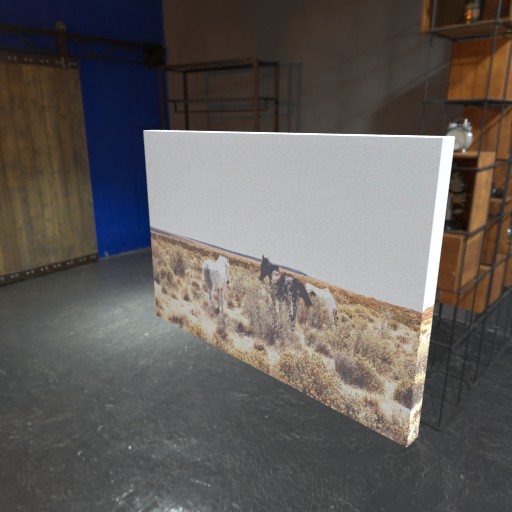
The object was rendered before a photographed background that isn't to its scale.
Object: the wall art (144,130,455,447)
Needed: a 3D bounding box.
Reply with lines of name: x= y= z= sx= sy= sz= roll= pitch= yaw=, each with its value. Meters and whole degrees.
wall art: x=0.000 y=0.000 z=1.138 sx=0.914 sy=0.610 sz=0.050 roll=16 pitch=23 yaw=42
